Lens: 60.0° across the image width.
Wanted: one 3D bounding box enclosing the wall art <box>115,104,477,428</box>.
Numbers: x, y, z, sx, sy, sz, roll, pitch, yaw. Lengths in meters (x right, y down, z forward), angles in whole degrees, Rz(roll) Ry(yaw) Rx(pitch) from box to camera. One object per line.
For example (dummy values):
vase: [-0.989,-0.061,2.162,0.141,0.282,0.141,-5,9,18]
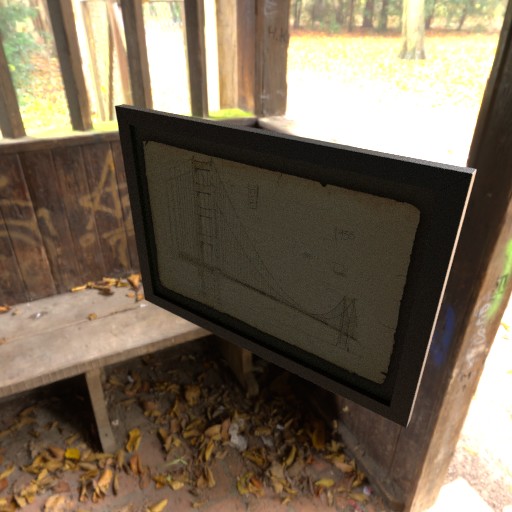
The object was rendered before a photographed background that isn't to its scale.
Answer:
wall art: [0.000,0.000,0.543,0.432,0.306,0.016,20,36,30]
